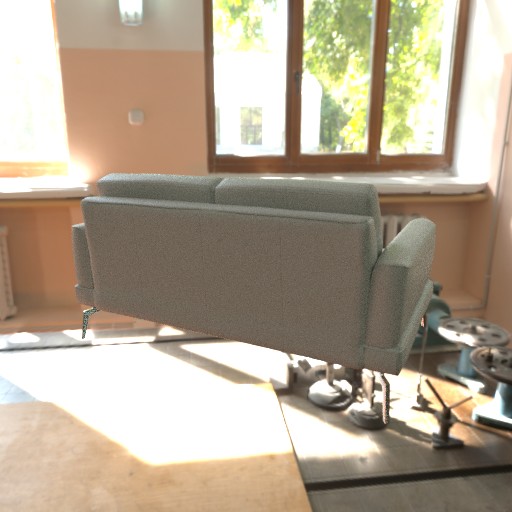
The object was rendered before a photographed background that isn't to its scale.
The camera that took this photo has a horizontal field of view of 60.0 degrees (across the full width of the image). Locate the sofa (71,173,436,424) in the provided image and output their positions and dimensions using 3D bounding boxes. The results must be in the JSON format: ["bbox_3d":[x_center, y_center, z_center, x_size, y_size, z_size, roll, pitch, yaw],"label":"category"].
[{"bbox_3d":[0.000,0.000,2.499,1.819,0.930,1.121,7,16,27],"label":"sofa"}]
